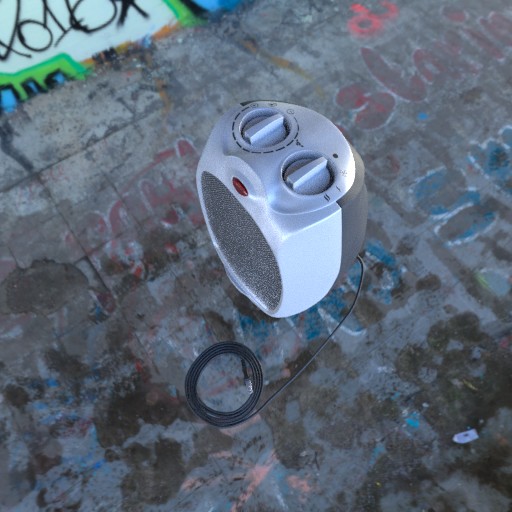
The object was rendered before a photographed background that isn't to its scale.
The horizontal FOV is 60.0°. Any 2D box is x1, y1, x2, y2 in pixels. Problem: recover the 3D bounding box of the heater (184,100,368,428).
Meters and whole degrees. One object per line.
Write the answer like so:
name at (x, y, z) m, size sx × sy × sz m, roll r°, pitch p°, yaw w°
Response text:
heater at (0.000, 0.000, 0.474) m, size 0.291 × 0.240 × 0.239 m, roll -34°, pitch 69°, yaw -15°
